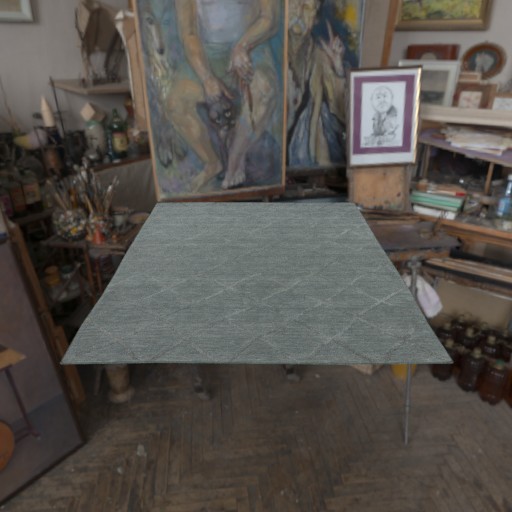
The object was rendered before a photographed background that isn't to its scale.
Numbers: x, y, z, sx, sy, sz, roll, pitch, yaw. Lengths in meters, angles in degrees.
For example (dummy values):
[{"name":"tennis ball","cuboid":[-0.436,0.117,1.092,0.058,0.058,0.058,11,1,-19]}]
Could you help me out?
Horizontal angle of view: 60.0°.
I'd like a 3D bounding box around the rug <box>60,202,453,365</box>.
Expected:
[{"name":"rug","cuboid":[0.000,0.000,4.079,2.438,0.013,3.048,0,26,0]}]
